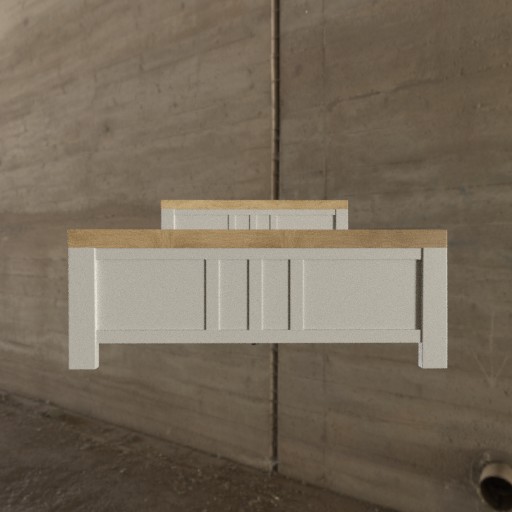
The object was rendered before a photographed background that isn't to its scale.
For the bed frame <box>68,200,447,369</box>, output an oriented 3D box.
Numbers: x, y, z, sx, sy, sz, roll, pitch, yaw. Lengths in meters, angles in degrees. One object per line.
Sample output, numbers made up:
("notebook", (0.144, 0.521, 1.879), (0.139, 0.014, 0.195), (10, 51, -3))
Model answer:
("bed frame", (0.000, 0.000, 2.971), (1.670, 0.980, 2.050), (0, 0, -1))
